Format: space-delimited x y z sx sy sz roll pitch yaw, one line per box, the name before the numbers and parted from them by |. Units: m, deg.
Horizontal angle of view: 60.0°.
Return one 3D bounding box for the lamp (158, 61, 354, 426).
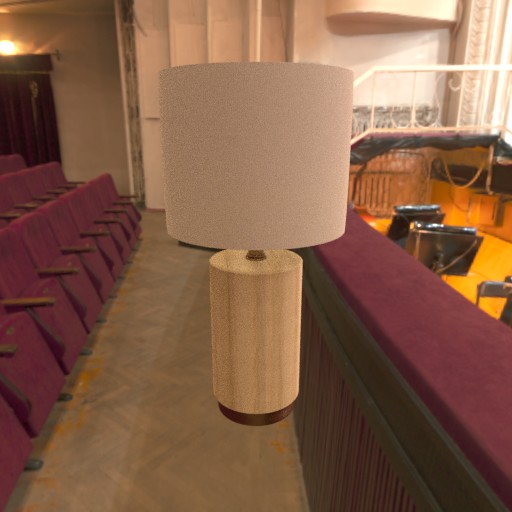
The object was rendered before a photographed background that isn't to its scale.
lamp | 0.000 0.000 0.585 0.228 0.444 0.228 -2 17 -7
